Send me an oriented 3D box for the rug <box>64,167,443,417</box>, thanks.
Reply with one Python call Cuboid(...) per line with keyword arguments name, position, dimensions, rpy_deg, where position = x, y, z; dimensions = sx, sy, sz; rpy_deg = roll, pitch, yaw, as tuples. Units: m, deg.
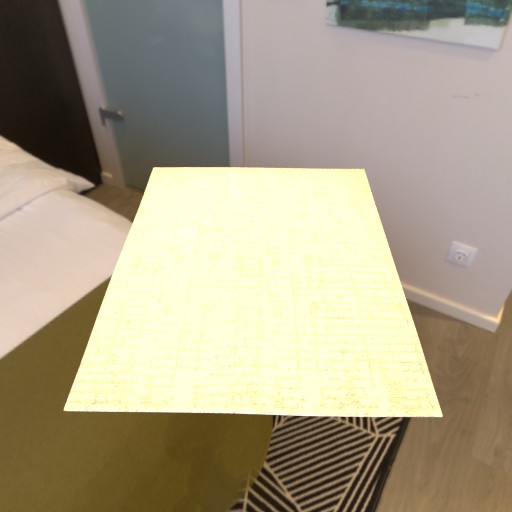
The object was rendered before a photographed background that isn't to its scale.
Cuboid(name="rug", position=(0.000, 0.000, 3.982), dimensions=(2.447, 0.014, 3.061), rpy_deg=(1, 42, 1))
